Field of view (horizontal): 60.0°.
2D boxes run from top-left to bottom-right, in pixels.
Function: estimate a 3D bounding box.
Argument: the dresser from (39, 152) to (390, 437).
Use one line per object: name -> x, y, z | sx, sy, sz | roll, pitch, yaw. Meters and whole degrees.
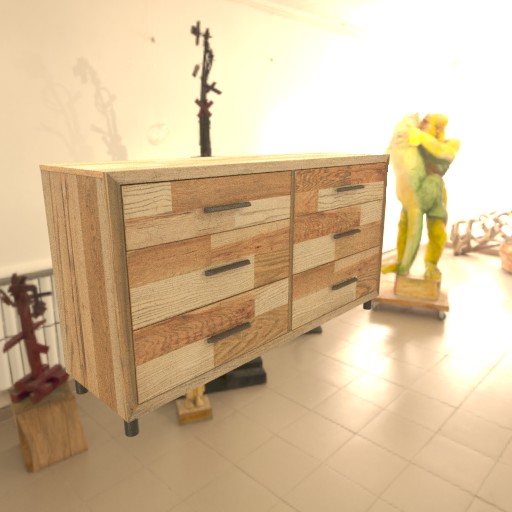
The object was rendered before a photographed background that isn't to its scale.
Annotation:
dresser -> 0.000, 0.000, 1.938 | 0.487, 0.834, 1.547 | 14, 21, 42
